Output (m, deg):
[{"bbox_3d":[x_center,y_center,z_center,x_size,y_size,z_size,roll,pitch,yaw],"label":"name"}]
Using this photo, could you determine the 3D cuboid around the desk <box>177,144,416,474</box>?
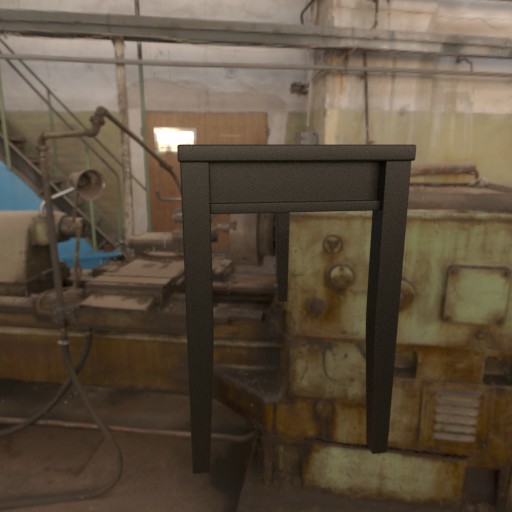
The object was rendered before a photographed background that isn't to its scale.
[{"bbox_3d":[0.000,0.000,1.591,0.508,0.775,1.220,-2,14,-9],"label":"desk"}]
